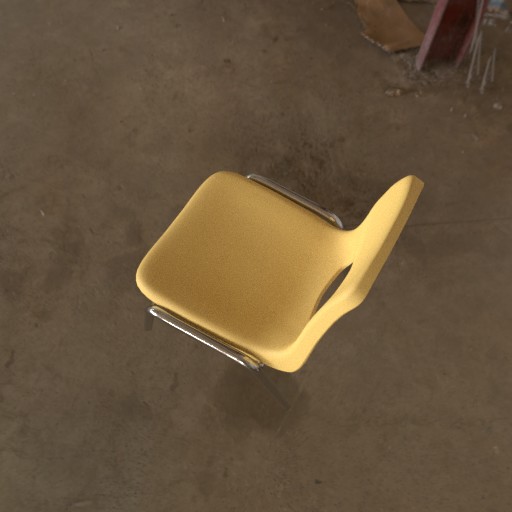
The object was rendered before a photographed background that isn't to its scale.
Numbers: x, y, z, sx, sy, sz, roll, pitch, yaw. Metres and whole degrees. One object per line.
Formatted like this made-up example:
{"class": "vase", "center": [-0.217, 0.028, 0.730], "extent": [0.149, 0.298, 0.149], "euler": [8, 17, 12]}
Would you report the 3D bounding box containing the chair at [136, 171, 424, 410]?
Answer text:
{"class": "chair", "center": [0.000, 0.000, 0.785], "extent": [0.385, 0.536, 0.354], "euler": [28, 67, 13]}
